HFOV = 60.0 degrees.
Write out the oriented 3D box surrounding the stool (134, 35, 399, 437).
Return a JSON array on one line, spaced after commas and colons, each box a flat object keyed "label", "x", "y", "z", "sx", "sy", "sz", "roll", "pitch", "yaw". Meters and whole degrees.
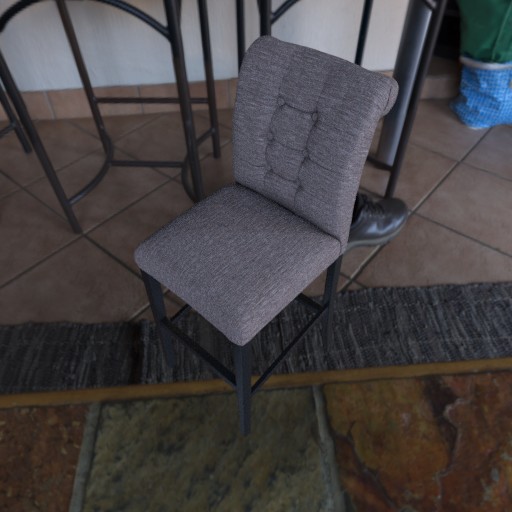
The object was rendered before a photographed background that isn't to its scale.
[{"label": "stool", "x": 0.000, "y": 0.000, "z": 1.432, "sx": 0.452, "sy": 1.131, "sz": 0.613, "roll": 33, "pitch": 55, "yaw": 28}]
